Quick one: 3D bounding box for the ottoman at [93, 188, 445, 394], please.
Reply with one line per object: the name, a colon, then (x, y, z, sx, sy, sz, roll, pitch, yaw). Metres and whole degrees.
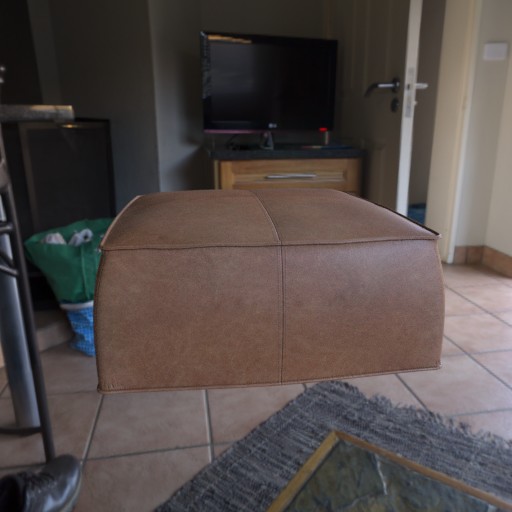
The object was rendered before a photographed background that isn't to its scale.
ottoman: (0.000, 0.000, 1.430, 0.902, 0.395, 0.901, -2, 16, -7)
